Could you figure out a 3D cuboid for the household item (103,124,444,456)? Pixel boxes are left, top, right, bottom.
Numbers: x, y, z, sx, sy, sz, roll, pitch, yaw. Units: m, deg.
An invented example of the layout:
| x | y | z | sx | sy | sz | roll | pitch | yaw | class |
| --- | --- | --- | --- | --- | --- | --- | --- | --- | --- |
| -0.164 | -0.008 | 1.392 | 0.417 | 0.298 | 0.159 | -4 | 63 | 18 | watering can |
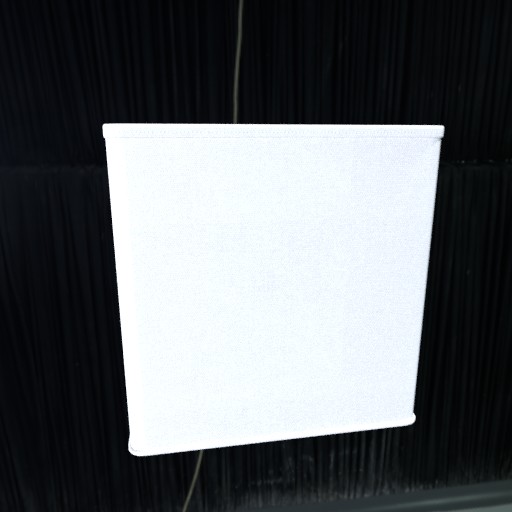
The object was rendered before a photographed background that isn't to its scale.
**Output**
| x | y | z | sx | sy | sz | roll | pitch | yaw | class |
| --- | --- | --- | --- | --- | --- | --- | --- | --- | --- |
| 0.000 | 0.000 | 0.552 | 0.305 | 0.305 | 0.305 | -3 | 15 | -10 | household item |
